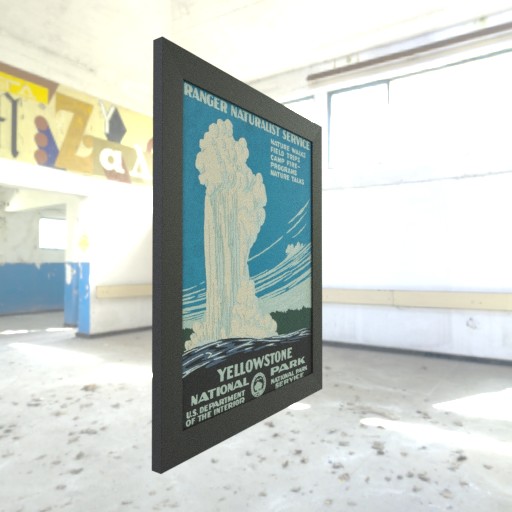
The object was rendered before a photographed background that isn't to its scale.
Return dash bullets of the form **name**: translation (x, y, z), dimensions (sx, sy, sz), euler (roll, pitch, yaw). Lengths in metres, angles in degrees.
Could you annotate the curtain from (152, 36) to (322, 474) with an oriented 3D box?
- **curtain**: translation (0.000, 0.000, 0.798), dimensions (0.027, 0.585, 0.483), euler (-1, -1, 34)
